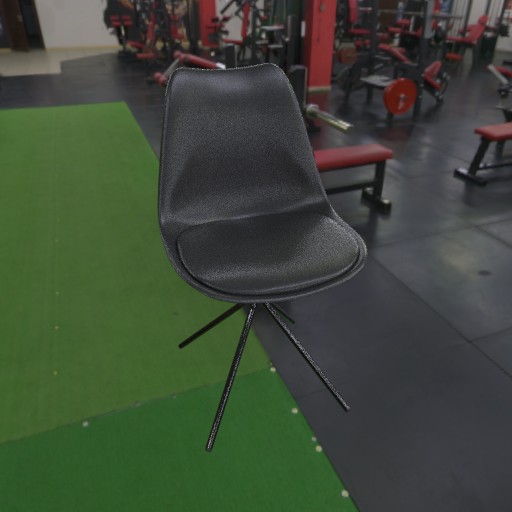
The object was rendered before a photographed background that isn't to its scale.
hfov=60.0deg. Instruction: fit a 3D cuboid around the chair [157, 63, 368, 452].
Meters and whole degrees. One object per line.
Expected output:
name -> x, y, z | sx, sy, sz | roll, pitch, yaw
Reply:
chair -> 0.000, 0.000, 1.146 | 0.461, 0.850, 0.525 | -10, 33, -16
